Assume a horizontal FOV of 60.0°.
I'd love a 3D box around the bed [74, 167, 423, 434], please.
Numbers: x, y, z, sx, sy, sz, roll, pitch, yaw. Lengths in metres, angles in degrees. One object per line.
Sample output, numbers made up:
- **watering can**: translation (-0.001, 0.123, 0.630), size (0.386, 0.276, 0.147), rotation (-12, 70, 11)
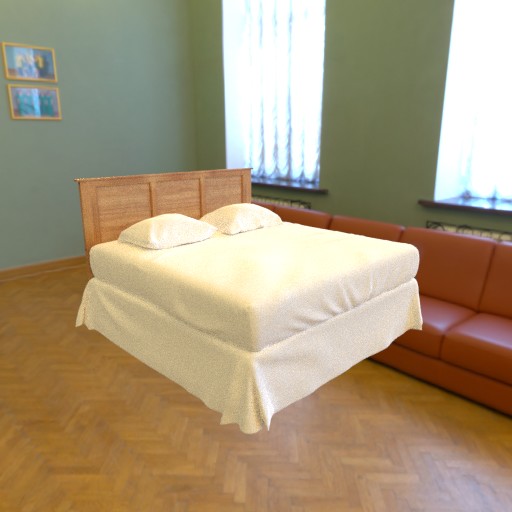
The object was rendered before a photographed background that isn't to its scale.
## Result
- **bed**: translation (0.000, 0.000, 3.743), size (2.317, 1.270, 2.215), rotation (-15, 21, -43)
